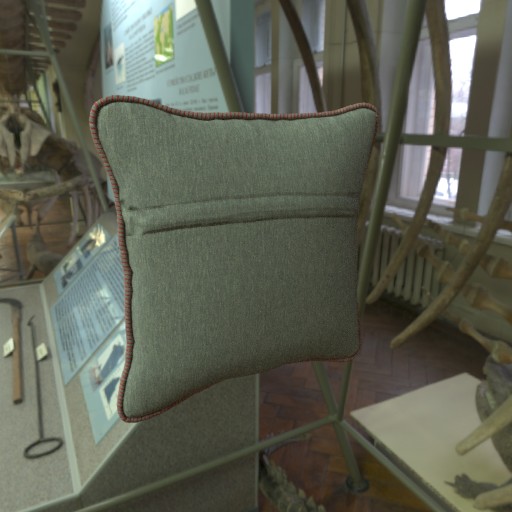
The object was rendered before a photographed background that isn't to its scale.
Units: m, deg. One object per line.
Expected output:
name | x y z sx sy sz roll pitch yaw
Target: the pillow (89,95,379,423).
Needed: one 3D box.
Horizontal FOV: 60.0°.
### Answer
pillow | 0.000 0.000 0.732 0.482 0.491 0.124 -8 18 -26
